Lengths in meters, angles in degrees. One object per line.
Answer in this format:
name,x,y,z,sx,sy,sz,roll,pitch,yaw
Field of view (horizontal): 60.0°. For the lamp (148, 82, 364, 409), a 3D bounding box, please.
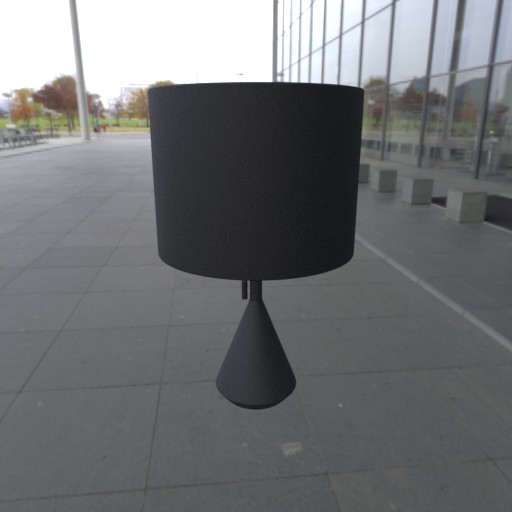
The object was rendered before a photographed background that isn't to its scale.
lamp,0.000,0.000,0.836,0.359,0.584,0.359,2,17,7
